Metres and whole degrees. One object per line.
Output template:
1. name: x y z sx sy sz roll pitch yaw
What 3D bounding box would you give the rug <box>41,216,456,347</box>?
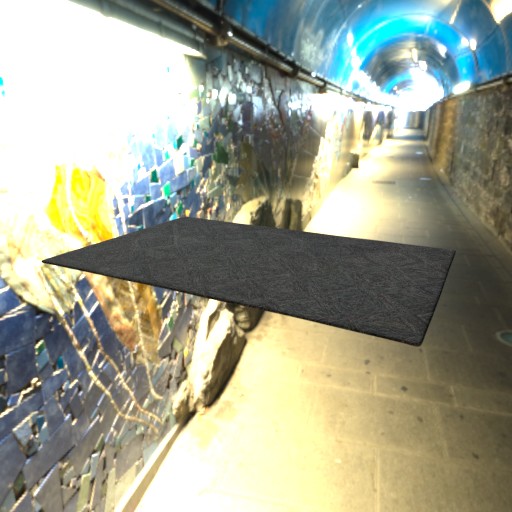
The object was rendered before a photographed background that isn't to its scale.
1. rug: 0.000 0.000 2.217 1.752 0.013 1.158 9 19 27
